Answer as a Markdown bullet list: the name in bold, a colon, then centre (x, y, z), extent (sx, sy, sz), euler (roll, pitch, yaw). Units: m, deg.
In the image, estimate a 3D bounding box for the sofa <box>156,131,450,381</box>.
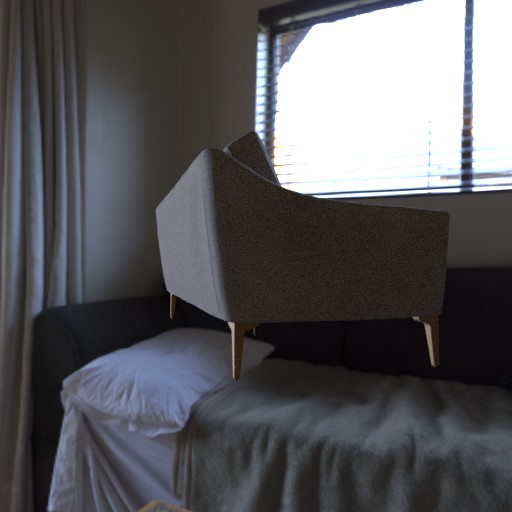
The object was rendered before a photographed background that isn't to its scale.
- **sofa**: centre (0.000, 0.000, 2.556), extent (0.980, 0.913, 2.036), euler (0, -1, -18)
